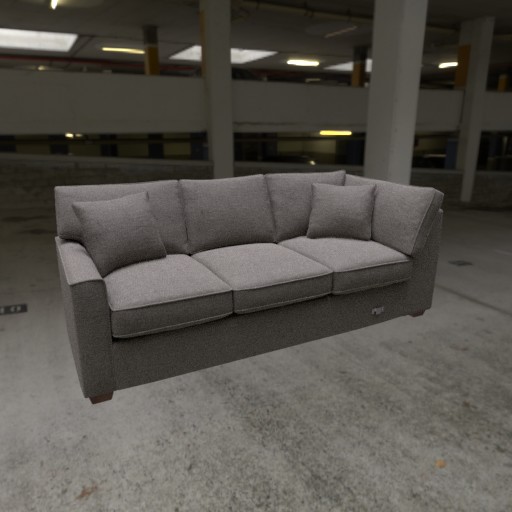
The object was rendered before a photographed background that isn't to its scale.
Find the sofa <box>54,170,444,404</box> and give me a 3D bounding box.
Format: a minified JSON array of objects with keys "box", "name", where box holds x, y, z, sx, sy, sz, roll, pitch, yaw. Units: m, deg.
[{"box":[0.000,0.000,2.874,2.317,0.962,1.061,-8,18,-26],"name":"sofa"}]
